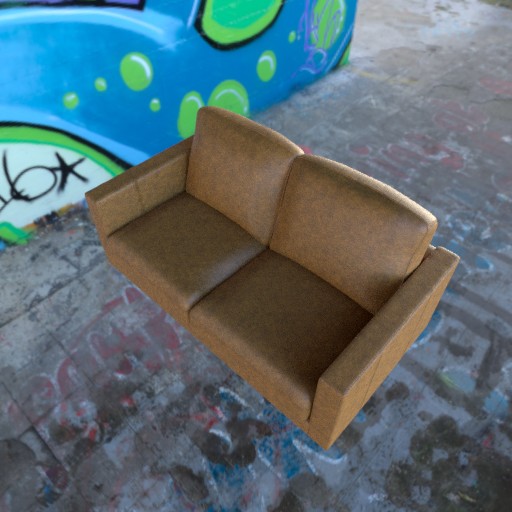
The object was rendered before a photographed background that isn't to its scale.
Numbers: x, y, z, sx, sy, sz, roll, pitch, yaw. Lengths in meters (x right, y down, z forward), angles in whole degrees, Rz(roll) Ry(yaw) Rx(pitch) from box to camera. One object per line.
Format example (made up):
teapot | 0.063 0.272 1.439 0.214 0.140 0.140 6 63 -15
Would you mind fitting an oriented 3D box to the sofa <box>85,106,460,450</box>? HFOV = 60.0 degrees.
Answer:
sofa | 0.000 0.000 2.202 1.578 0.951 0.909 34 56 28
